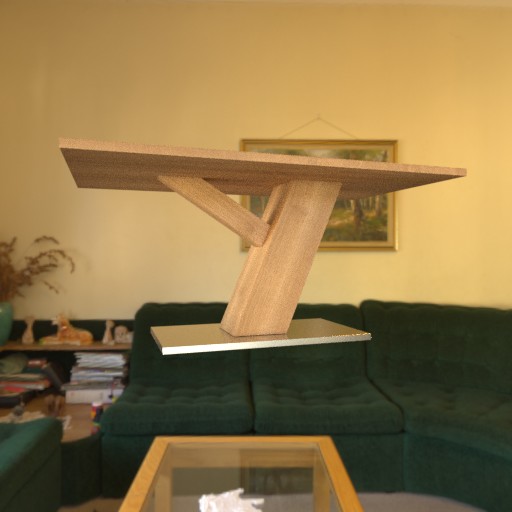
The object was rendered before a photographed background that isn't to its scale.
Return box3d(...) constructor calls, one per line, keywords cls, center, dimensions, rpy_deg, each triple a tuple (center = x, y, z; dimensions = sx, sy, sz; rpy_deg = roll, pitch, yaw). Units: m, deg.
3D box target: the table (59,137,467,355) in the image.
box3d(cls="table", center=(0.000, 0.000, 2.070), dimensions=(1.600, 0.750, 0.900), rpy_deg=(0, 0, -18))
